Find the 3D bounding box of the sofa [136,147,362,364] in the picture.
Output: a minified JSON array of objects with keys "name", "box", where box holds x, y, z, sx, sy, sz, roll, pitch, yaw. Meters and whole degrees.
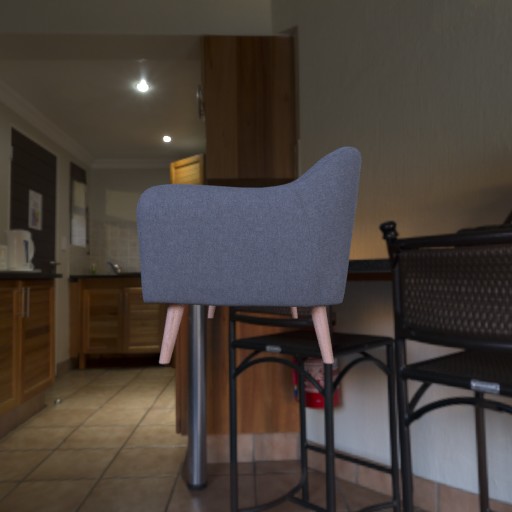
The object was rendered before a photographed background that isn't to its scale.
[{"name":"sofa","box":[0.000,0.000,2.353,0.820,0.820,1.840,0,-2,0]}]
